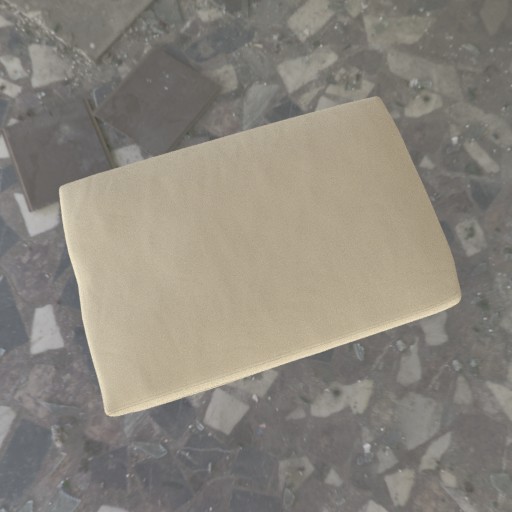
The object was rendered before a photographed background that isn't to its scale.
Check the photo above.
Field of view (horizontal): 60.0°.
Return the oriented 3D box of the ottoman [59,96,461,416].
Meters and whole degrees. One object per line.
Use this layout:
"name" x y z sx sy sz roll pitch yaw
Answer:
"ottoman" 0.000 0.000 1.201 0.872 0.444 0.590 -17 76 -4
